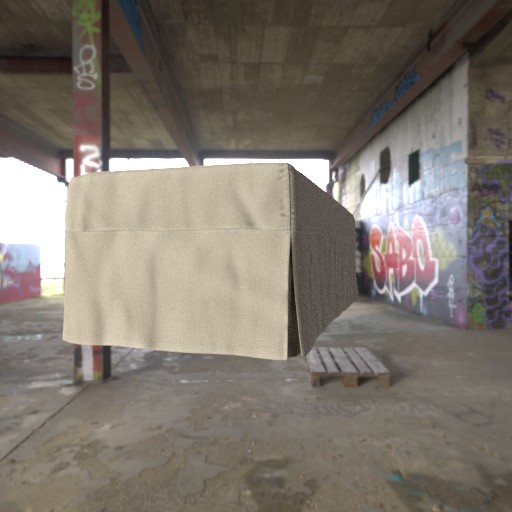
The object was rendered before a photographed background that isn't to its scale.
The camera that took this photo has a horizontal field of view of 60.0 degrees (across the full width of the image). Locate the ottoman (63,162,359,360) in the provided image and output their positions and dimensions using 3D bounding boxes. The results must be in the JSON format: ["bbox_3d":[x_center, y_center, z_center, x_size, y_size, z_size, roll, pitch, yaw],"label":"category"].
[{"bbox_3d":[0.000,0.000,1.707,0.665,0.457,1.388,0,0,18],"label":"ottoman"}]
